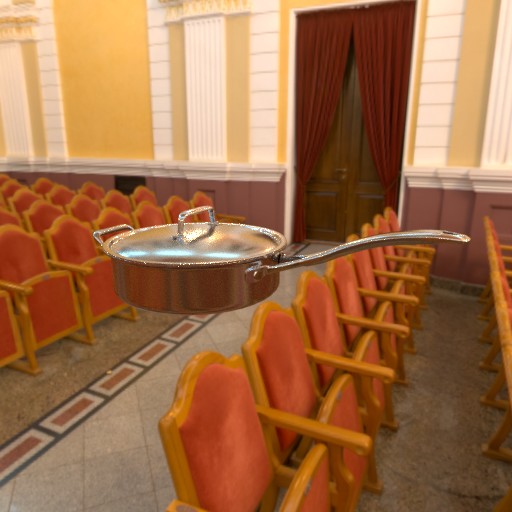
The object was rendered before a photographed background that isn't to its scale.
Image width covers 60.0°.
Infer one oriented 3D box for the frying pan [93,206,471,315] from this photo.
[{"bbox_3d":[0.000,0.000,0.571,0.492,0.111,0.245,7,17,24],"label":"frying pan"}]
